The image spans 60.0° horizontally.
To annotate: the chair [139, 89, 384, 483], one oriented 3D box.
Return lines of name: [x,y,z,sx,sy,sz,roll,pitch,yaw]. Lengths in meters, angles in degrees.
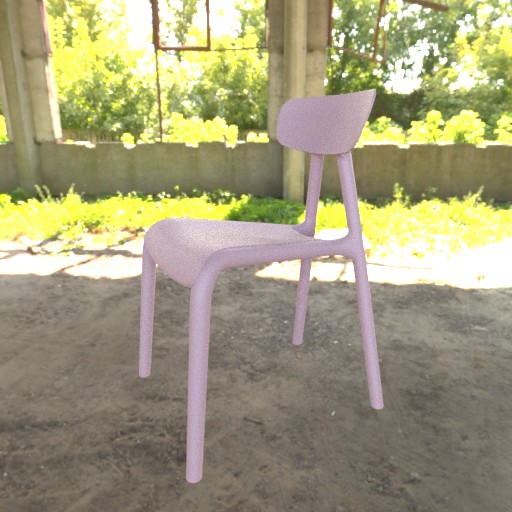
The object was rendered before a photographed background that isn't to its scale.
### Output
chair: [0.000,0.000,0.826,0.401,0.580,0.356,-8,17,-25]
